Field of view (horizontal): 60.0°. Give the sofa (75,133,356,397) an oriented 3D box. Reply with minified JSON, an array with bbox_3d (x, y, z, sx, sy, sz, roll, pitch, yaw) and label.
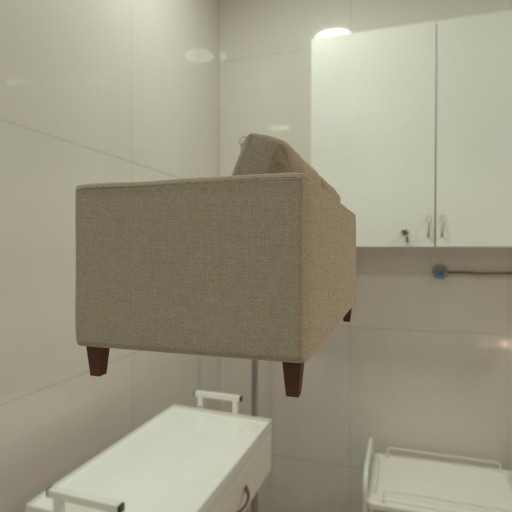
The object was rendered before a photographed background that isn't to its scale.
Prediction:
[{"bbox_3d":[0.000,0.000,2.477,0.951,0.947,1.884,0,1,18],"label":"sofa"}]
